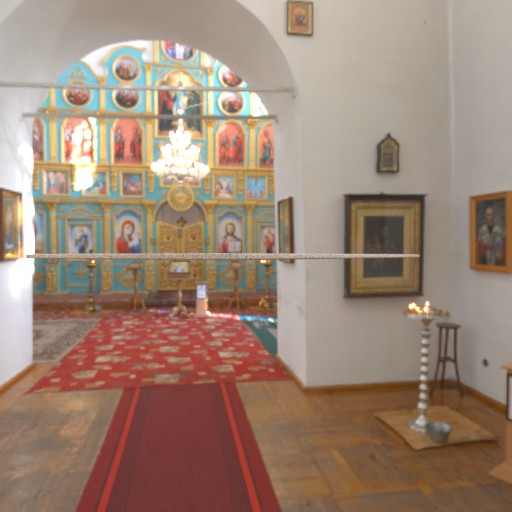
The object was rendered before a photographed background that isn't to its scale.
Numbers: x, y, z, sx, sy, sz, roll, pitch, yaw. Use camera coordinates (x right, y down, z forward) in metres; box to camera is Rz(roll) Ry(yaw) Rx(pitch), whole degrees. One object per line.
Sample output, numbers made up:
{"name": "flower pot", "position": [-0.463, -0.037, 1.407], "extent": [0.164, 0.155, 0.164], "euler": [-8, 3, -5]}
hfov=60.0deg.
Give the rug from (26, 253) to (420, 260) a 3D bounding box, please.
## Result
{"name": "rug", "position": [0.000, 0.000, 3.508], "extent": [1.778, 0.030, 2.743], "euler": [0, 0, 36]}
